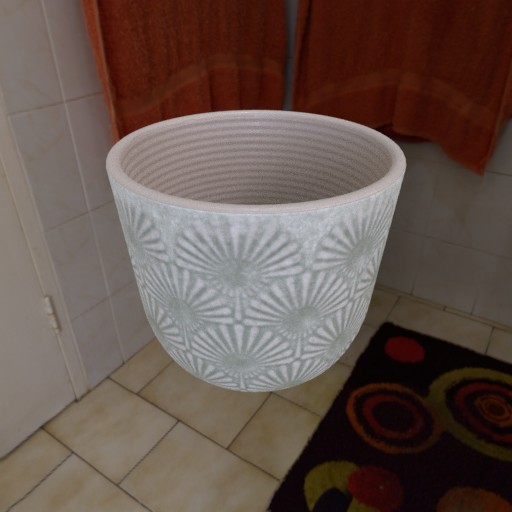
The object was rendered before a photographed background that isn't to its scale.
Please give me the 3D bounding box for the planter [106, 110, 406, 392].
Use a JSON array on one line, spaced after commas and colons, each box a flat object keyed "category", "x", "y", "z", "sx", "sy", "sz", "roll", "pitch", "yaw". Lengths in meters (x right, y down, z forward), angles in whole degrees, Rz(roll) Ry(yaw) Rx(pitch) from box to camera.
[{"category": "planter", "x": 0.000, "y": 0.000, "z": 0.299, "sx": 0.170, "sy": 0.152, "sz": 0.170, "roll": 0, "pitch": 32, "yaw": 0}]
